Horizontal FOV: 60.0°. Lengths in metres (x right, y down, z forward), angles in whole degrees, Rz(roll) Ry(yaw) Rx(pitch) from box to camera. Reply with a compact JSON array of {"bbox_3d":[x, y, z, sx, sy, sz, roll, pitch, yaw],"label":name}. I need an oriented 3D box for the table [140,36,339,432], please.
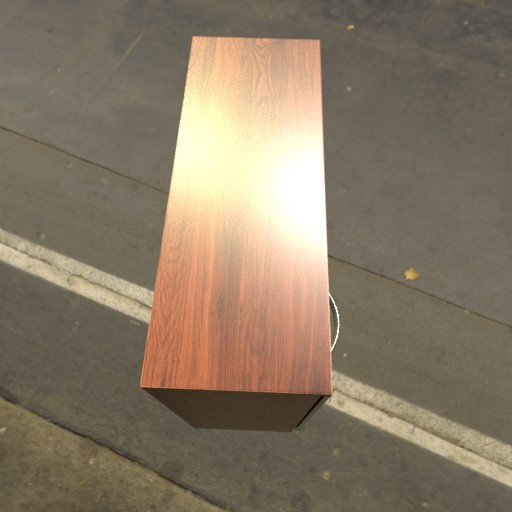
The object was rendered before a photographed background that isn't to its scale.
[{"bbox_3d":[0.000,0.000,1.350,0.380,0.790,0.930,2,64,1],"label":"table"}]
